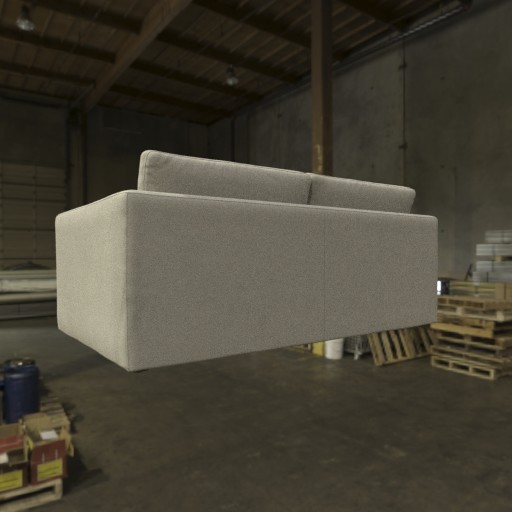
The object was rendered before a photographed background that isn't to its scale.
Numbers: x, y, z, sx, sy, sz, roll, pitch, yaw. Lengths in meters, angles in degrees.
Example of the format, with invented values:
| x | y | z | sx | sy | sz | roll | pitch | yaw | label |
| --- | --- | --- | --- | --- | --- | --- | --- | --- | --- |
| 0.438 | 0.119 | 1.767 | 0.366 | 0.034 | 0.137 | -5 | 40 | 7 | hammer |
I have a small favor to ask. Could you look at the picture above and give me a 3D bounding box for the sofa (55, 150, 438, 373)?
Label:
| x | y | z | sx | sy | sz | roll | pitch | yaw | label |
| --- | --- | --- | --- | --- | --- | --- | --- | --- | --- |
| 0.000 | 0.000 | 2.508 | 1.905 | 0.839 | 1.091 | 0 | 0 | -36 | sofa |
